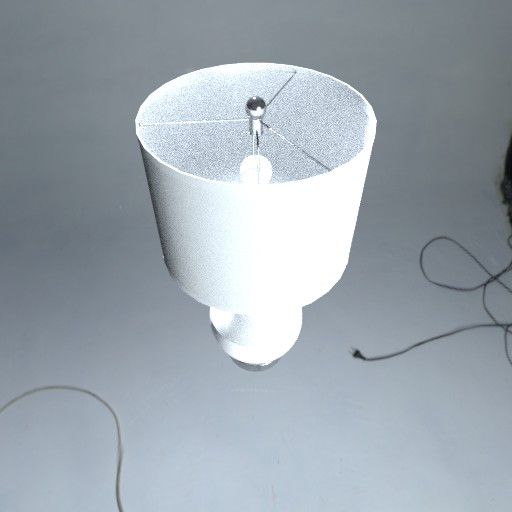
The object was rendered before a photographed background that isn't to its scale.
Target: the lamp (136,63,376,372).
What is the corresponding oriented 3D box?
[{"bbox_3d":[0.000,0.000,0.890,0.357,0.673,0.357,-4,47,-4],"label":"lamp"}]
